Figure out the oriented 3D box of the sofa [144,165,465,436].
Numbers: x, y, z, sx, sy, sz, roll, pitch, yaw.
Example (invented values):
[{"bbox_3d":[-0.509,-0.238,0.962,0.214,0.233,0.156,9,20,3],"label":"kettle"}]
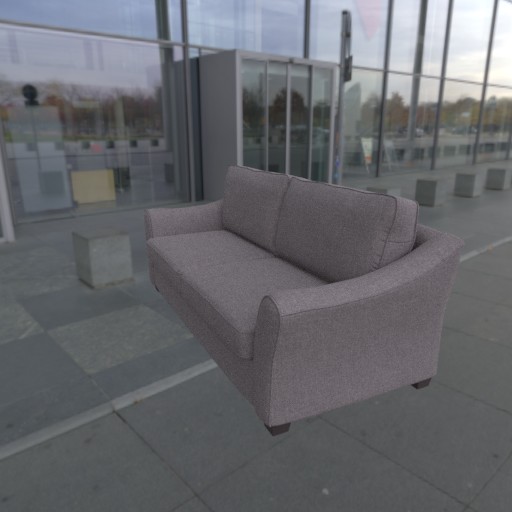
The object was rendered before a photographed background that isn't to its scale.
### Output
[{"bbox_3d":[0.000,0.000,2.779,1.013,0.976,2.203,-8,18,-25],"label":"sofa"}]
